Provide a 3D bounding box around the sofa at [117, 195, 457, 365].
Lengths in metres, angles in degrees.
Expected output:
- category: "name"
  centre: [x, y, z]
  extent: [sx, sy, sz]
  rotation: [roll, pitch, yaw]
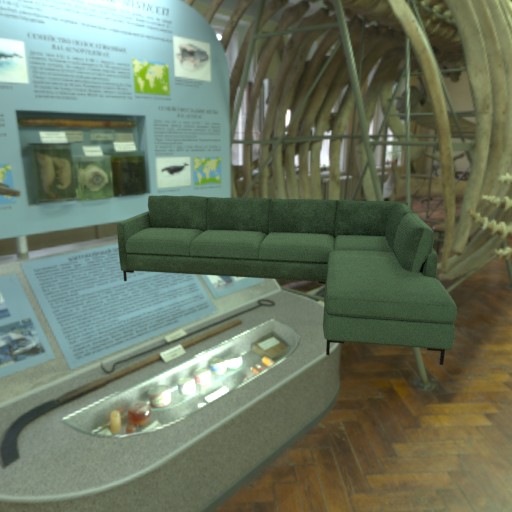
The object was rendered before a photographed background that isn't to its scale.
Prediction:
- category: "sofa"
  centre: [0.000, 0.000, 3.342]
  extent: [2.486, 0.687, 1.707]
  rotation: [3, 16, 10]
